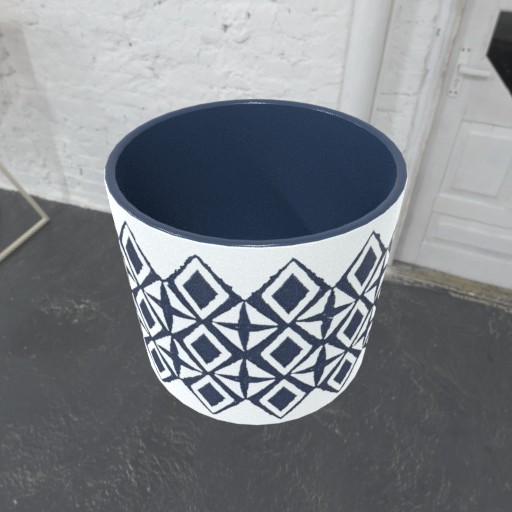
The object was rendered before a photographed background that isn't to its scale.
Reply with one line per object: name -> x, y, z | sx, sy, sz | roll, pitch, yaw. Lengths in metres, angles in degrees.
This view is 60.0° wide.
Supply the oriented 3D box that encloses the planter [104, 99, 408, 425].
planter -> 0.000, 0.000, 0.324 | 0.182, 0.165, 0.182 | 0, 40, 0
